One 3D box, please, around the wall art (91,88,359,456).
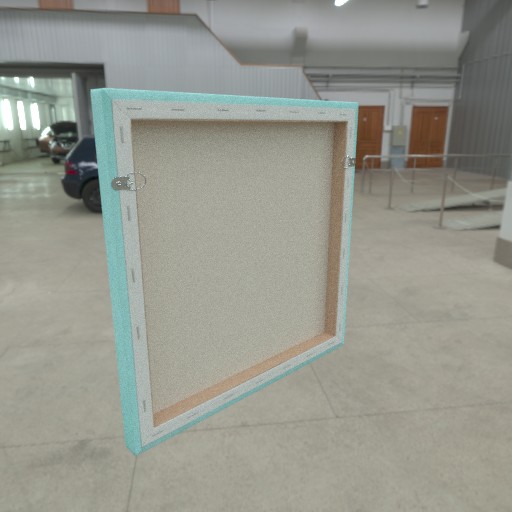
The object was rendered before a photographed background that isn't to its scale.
[{"bbox_3d":[0.000,0.000,1.134,0.765,0.766,0.054,-15,22,-41],"label":"wall art"}]
